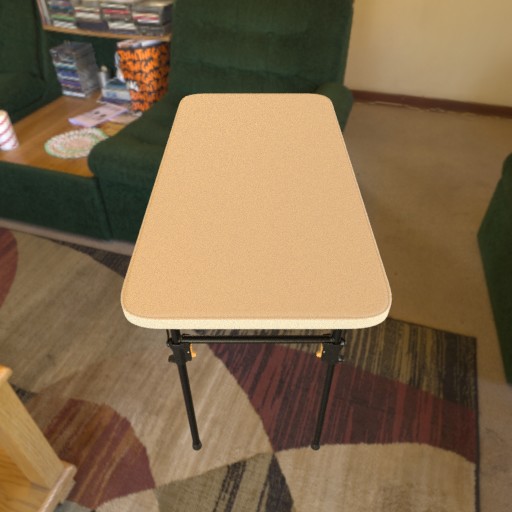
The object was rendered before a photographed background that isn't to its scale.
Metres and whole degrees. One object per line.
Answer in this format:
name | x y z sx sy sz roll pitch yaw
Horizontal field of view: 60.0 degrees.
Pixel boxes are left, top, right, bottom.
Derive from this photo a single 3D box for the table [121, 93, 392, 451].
table | 0.000 0.000 1.632 0.610 0.729 1.219 0 42 0
